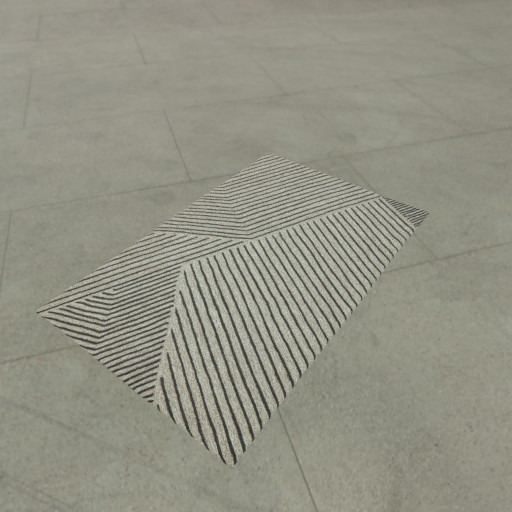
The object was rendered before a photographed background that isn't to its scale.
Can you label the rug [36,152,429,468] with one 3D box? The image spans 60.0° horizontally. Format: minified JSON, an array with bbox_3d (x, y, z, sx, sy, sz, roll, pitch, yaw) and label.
[{"bbox_3d":[0.000,0.000,3.046,1.539,0.023,2.406,27,49,26],"label":"rug"}]
